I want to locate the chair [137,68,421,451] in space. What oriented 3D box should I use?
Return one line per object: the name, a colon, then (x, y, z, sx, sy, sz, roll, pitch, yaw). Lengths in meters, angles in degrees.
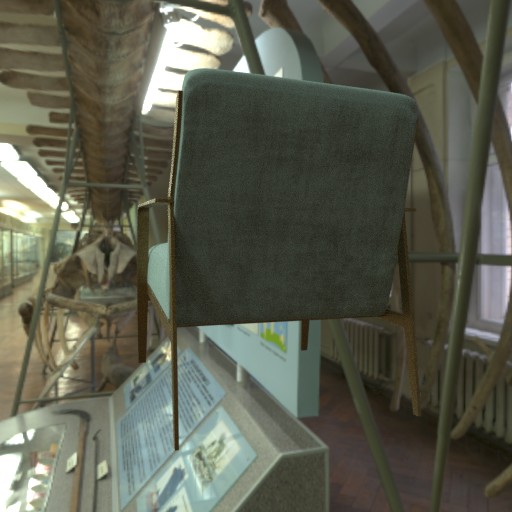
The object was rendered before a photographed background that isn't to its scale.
chair: (0.000, 0.000, 1.422, 0.701, 0.824, 0.842, 0, 1, -18)
